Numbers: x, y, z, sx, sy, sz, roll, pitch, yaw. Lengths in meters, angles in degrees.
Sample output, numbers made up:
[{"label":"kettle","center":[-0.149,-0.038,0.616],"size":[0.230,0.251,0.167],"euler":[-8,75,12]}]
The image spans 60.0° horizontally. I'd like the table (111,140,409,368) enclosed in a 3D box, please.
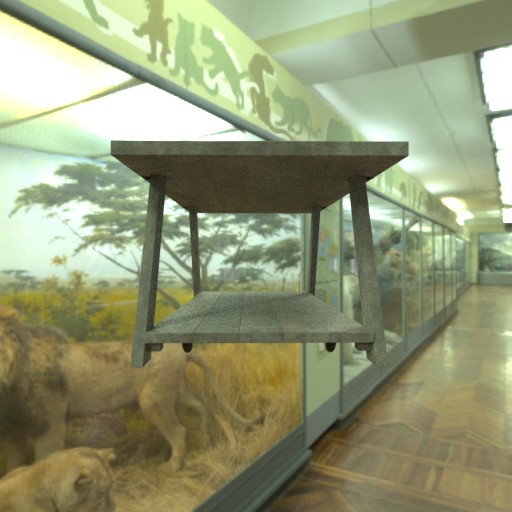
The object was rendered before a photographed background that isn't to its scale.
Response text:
[{"label":"table","center":[0.000,0.000,1.514],"size":[0.610,0.470,1.219],"euler":[0,0,-1]}]
